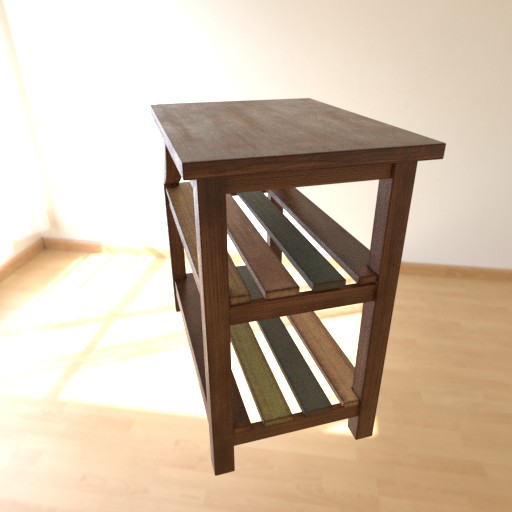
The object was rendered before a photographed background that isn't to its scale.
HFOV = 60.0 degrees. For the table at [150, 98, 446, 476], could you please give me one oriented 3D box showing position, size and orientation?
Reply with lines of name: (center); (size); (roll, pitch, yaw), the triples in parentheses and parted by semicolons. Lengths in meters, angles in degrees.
table: (0.000, 0.000, 0.943); (0.356, 0.584, 0.609); (-8, 28, -15)
